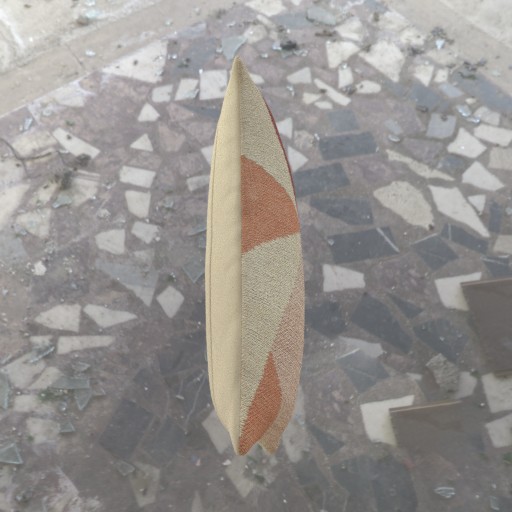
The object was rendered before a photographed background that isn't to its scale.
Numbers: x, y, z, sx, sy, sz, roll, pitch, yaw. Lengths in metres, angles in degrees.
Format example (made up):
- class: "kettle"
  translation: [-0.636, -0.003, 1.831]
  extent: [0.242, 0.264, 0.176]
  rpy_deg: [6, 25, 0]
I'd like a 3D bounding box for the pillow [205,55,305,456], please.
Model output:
- class: "pillow"
  translation: [0.000, 0.000, 0.732]
  extent: [0.155, 0.292, 0.609]
  rpy_deg: [-1, 64, -1]
